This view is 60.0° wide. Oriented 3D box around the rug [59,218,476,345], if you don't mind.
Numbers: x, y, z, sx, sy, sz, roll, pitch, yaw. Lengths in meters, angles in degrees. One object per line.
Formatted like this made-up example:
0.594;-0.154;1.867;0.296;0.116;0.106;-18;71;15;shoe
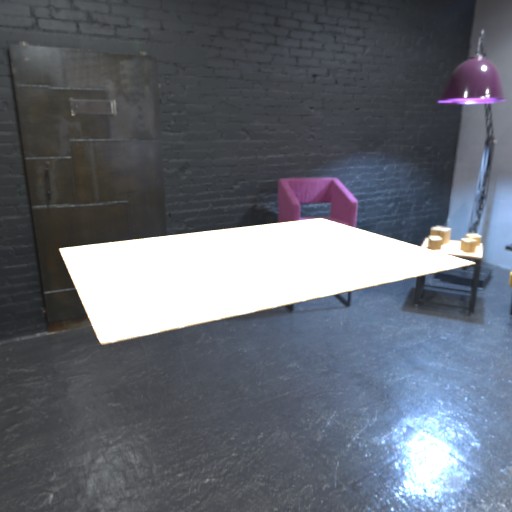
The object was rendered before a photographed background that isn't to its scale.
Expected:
0.000;0.000;2.767;2.134;0.010;1.524;-9;18;-27;rug
